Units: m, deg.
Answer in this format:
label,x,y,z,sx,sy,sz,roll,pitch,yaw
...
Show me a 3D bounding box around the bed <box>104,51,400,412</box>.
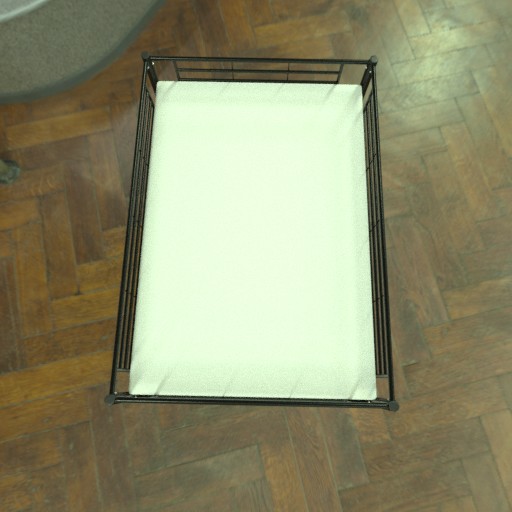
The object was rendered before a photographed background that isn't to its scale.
label,x,y,z,sx,sy,sz,roll,pitch,yaw
bed,0.000,0.000,3.219,1.397,1.803,1.994,1,75,0
